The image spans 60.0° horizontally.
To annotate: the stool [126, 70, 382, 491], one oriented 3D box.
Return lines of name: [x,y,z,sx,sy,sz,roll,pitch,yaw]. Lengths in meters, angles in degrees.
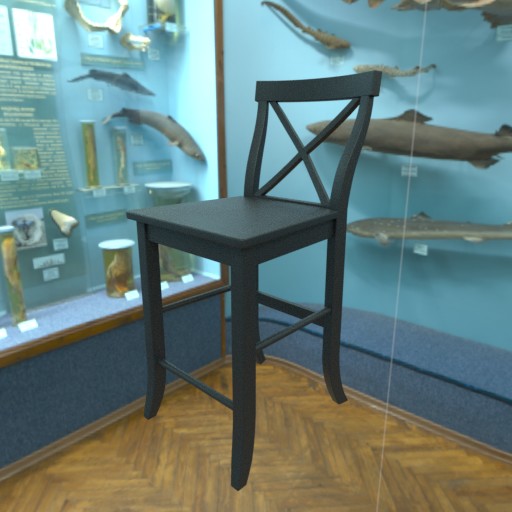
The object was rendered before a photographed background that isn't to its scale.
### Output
stool: [0.000,0.000,1.267,0.452,0.989,0.559,15,22,42]
